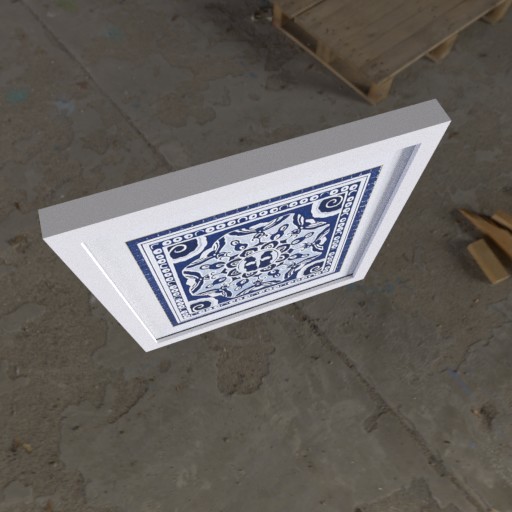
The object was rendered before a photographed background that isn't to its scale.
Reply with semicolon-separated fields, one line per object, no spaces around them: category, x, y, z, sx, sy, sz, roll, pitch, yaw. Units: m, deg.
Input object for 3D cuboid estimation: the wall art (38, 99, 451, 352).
wall art;0.000;0.000;0.529;0.355;0.355;0.027;-18;65;-8
